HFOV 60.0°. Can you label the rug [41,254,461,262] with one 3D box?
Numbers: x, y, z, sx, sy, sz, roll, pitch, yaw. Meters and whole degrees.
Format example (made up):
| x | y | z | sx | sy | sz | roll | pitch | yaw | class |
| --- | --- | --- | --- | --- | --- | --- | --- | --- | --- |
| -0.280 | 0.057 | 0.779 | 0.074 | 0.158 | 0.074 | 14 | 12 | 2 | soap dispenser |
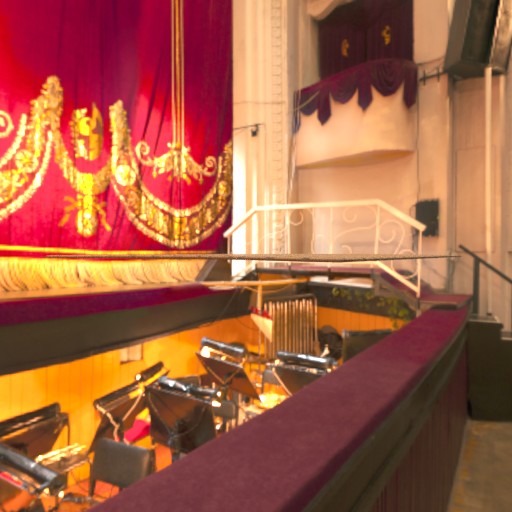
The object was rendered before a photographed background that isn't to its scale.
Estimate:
| x | y | z | sx | sy | sz | roll | pitch | yaw | class |
| --- | --- | --- | --- | --- | --- | --- | --- | --- | --- |
| 0.000 | 0.000 | 4.792 | 3.585 | 0.036 | 2.892 | 0 | 1 | 36 | rug |
